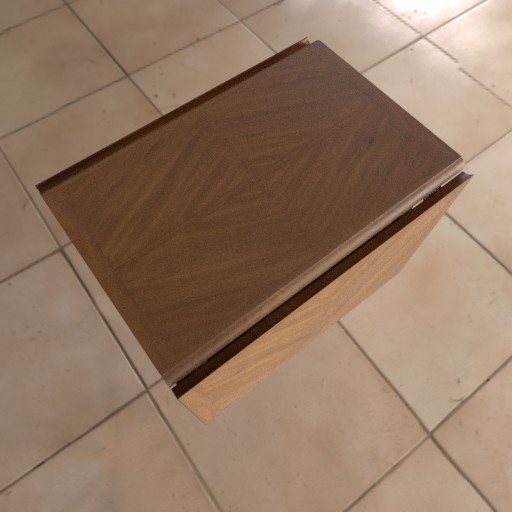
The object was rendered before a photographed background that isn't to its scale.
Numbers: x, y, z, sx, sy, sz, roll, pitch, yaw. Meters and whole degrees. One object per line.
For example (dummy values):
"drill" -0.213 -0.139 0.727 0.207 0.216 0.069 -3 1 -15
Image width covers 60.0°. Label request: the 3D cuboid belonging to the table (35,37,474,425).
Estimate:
"table" 0.000 0.000 1.625 0.967 0.981 0.701 -35 69 -16
